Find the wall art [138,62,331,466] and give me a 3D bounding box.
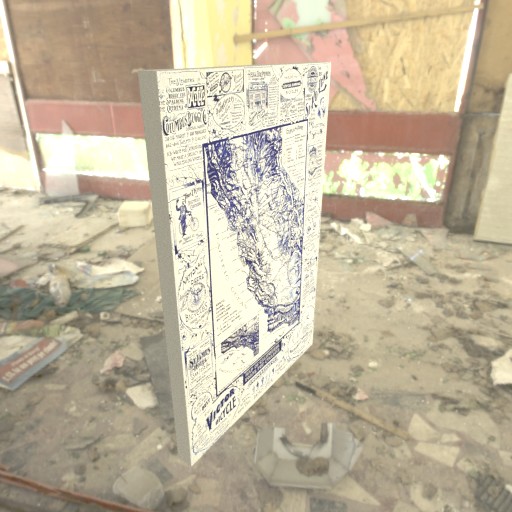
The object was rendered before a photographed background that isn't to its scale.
[{"bbox_3d":[0.000,0.000,0.952,0.039,0.753,0.511,17,30,32],"label":"wall art"}]
